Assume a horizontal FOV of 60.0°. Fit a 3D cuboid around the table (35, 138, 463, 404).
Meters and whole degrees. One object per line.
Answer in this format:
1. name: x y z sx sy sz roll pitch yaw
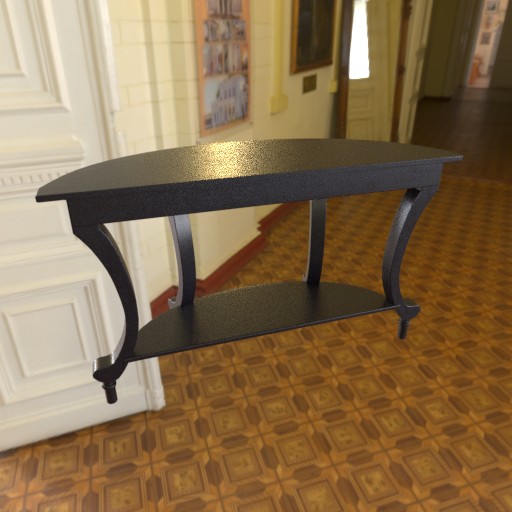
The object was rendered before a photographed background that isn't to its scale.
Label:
1. table: 0.000 0.000 1.509 1.198 0.692 0.394 -8 28 -16
